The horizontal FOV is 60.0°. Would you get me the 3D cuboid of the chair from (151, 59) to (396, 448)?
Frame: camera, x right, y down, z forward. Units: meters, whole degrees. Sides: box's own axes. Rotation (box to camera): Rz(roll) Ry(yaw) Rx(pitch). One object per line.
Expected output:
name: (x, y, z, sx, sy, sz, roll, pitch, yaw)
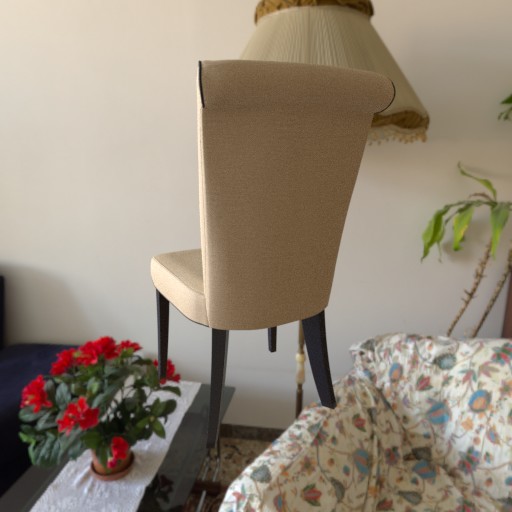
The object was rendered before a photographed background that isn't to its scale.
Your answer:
chair: (0.000, 0.000, 1.334, 0.522, 0.997, 0.623, -7, 16, -26)
